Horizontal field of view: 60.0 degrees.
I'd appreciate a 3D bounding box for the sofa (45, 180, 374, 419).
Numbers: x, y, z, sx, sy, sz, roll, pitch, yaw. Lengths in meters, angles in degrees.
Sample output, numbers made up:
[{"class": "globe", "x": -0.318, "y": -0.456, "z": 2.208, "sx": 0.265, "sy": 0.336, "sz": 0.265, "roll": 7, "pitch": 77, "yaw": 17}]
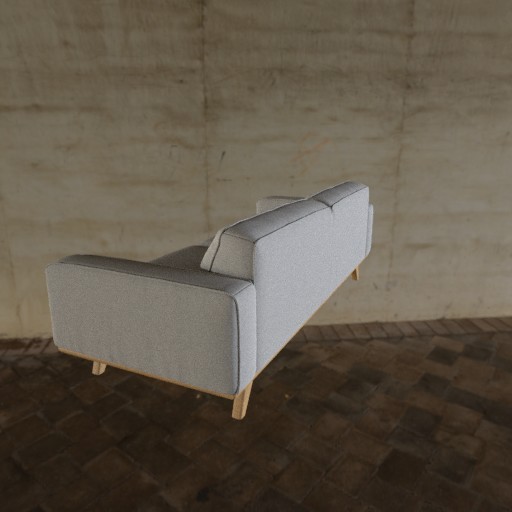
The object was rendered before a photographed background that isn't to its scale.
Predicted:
[{"class": "sofa", "x": 0.000, "y": 0.000, "z": 2.713, "sx": 0.956, "sy": 0.781, "sz": 2.270, "roll": 8, "pitch": 17, "yaw": 25}]
